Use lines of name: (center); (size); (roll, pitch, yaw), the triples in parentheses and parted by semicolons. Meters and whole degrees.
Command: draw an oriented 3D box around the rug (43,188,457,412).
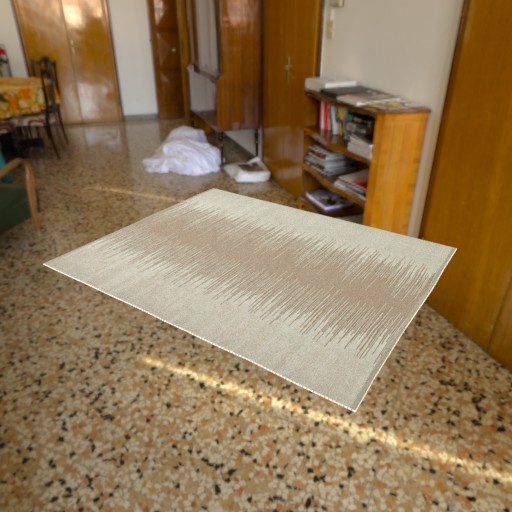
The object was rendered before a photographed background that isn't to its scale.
rug: (0.000, 0.000, 4.155); (3.048, 0.013, 2.438); (18, 33, 30)
